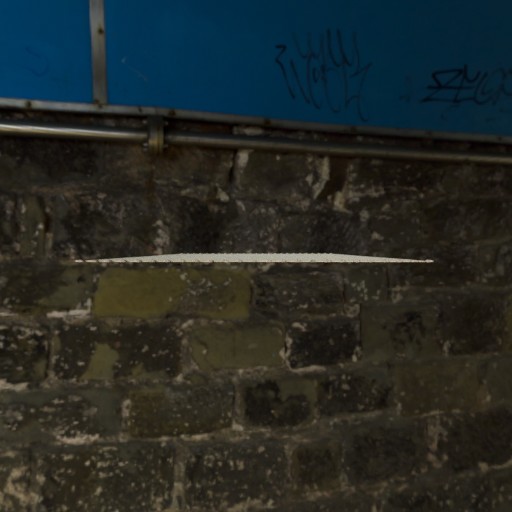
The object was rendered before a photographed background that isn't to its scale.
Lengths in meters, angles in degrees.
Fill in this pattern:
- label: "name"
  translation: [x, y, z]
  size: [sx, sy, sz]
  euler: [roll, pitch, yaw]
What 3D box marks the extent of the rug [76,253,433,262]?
- label: "rug"
  translation: [0.000, 0.000, 2.553]
  size: [1.229, 0.011, 2.096]
  euler: [0, 1, 0]
